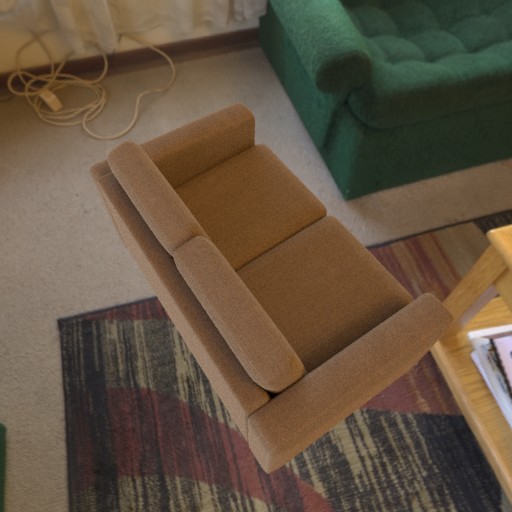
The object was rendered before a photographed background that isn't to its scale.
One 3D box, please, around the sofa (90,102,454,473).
[{"bbox_3d":[0.000,0.000,2.024,0.900,0.800,1.520,-30,62,-17],"label":"sofa"}]
